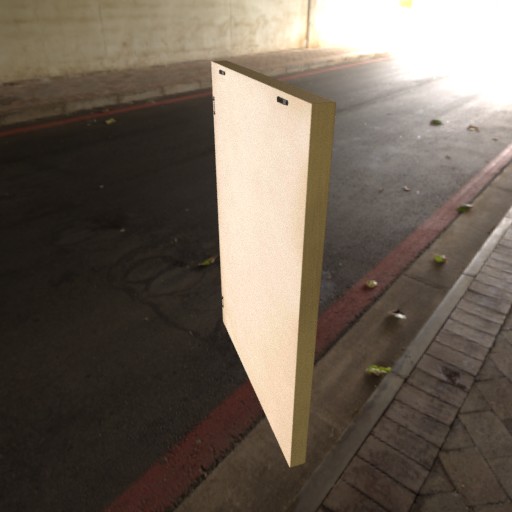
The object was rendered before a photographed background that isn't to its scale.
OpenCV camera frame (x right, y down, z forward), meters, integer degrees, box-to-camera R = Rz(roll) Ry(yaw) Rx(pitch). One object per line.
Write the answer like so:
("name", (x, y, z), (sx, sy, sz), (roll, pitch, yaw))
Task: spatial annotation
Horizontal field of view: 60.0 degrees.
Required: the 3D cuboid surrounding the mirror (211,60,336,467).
("mirror", (0.000, 0.000, 0.936), (0.040, 0.710, 0.507), (-10, 31, -17))
